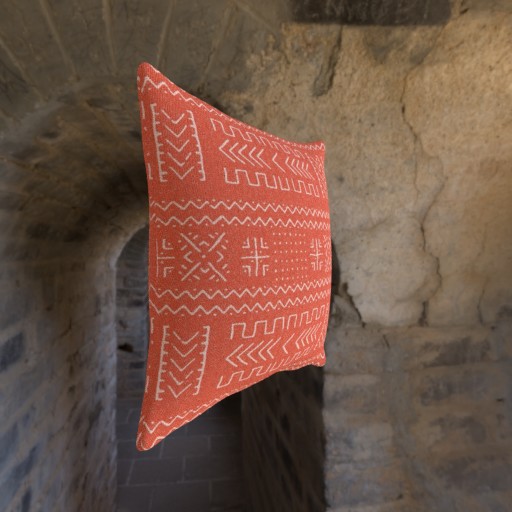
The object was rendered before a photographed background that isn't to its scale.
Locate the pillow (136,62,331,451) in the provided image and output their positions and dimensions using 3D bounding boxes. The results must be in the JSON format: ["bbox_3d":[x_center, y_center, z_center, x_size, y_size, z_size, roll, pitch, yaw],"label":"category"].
[{"bbox_3d":[0.000,0.000,0.661,0.164,0.429,0.438,1,1,36],"label":"pillow"}]
